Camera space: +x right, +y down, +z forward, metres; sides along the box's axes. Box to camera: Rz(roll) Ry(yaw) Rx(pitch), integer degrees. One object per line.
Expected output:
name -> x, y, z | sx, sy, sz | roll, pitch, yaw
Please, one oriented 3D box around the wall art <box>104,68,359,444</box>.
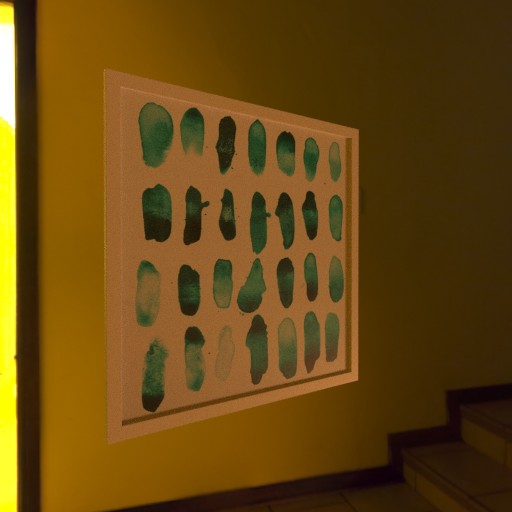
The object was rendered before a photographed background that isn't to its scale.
wall art -> 0.000, 0.000, 0.676 | 0.456, 0.457, 0.009 | 0, 1, -36
